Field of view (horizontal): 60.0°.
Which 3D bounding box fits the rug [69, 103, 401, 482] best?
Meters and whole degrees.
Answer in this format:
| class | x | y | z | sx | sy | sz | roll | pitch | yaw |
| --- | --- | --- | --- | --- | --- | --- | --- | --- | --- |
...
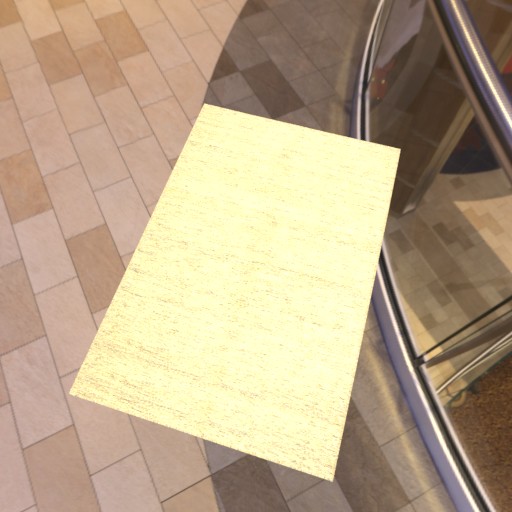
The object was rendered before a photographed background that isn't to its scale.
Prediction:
| class | x | y | z | sx | sy | sz | roll | pitch | yaw |
| --- | --- | --- | --- | --- | --- | --- | --- | --- | --- |
| rug | 0.000 | 0.000 | 2.347 | 1.250 | 0.015 | 1.850 | 15 | 66 | 7 |
